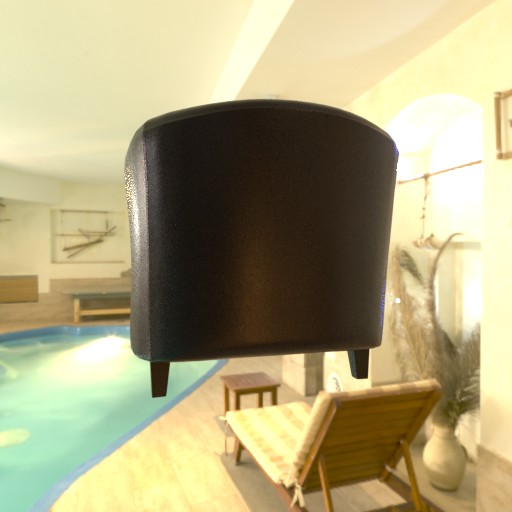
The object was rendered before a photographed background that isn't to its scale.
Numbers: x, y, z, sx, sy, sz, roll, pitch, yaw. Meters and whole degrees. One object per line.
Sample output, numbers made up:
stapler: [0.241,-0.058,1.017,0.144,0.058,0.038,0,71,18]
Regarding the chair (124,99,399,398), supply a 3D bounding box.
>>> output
chair: [0.000,0.000,1.391,0.793,0.756,0.727,0,1,-16]
